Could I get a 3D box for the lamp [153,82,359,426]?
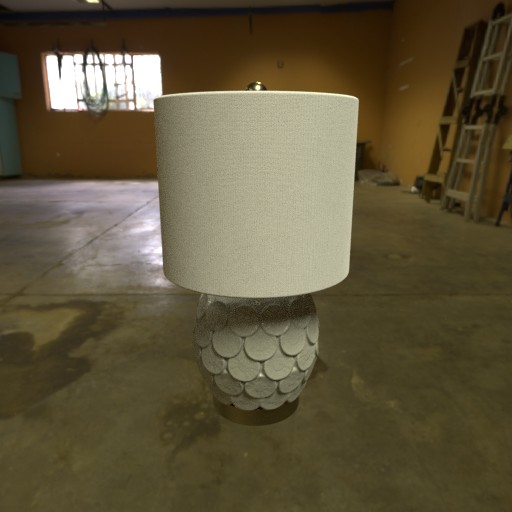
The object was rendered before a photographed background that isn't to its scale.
[{"bbox_3d":[0.000,0.000,0.615,0.254,0.452,0.254,0,15,0],"label":"lamp"}]
